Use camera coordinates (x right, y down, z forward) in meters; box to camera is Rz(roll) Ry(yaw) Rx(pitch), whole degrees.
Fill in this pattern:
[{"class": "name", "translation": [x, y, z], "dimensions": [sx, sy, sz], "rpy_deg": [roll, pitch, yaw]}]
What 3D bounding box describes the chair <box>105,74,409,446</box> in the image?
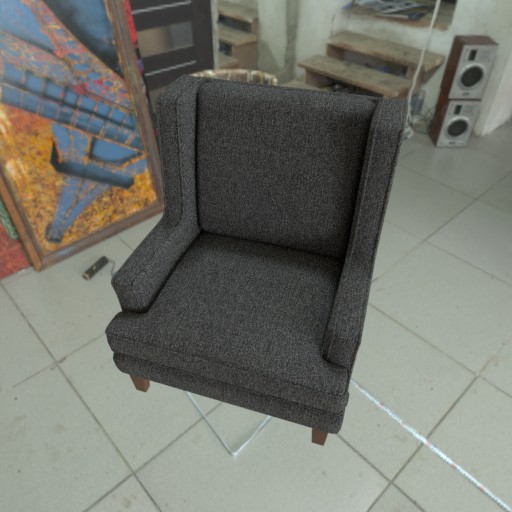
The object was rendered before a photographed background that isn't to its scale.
[{"class": "chair", "translation": [0.000, 0.000, 1.806], "dimensions": [0.942, 1.082, 0.927], "rpy_deg": [12, 42, 13]}]
